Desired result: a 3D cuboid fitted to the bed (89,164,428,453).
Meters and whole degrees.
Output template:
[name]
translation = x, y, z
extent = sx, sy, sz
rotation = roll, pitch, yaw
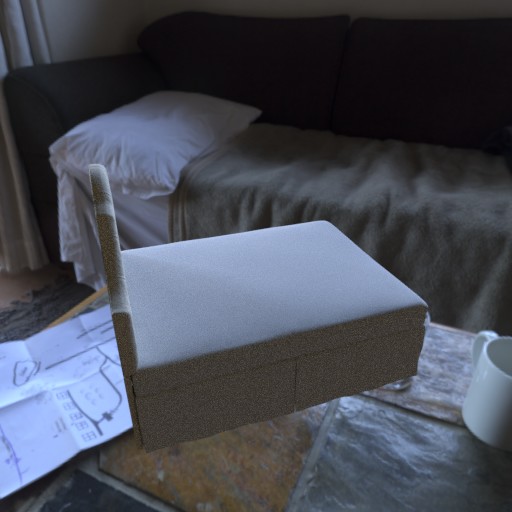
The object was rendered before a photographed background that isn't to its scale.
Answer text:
[bed]
translation = 0.000, 0.000, 3.290
extent = 2.092, 1.575, 1.627
rotation = -10, 30, -17
